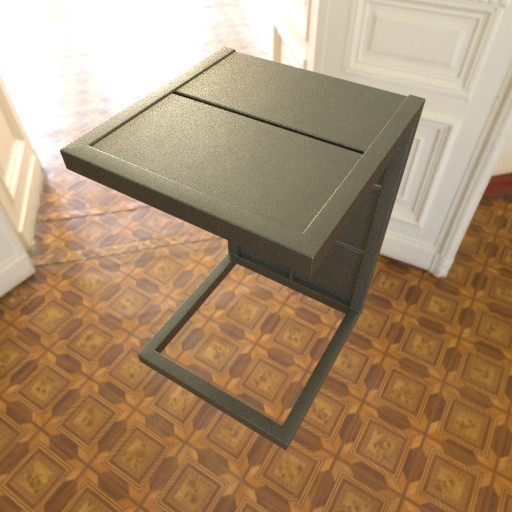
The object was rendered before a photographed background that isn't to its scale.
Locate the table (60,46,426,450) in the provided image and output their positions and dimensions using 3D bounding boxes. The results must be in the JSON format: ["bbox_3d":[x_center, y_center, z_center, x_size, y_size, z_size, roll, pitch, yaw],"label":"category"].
[{"bbox_3d":[0.000,0.000,0.907,0.405,0.609,0.420,24,52,21],"label":"table"}]
